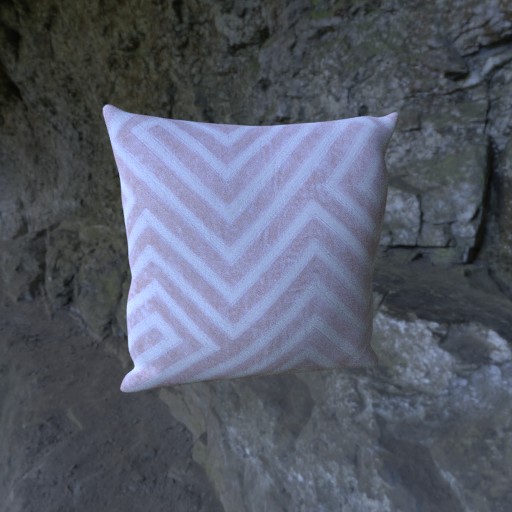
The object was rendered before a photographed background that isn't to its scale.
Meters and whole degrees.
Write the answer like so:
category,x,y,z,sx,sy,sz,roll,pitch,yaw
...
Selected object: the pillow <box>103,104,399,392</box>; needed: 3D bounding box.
category,x,y,z,sx,sy,sz,roll,pitch,yaw
pillow,0.000,0.000,0.687,0.440,0.441,0.182,-3,16,-10
